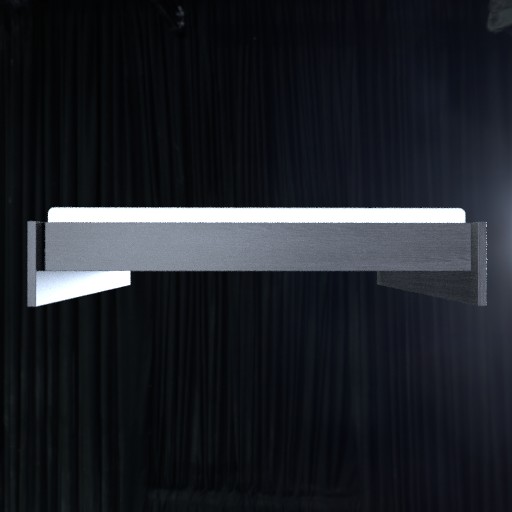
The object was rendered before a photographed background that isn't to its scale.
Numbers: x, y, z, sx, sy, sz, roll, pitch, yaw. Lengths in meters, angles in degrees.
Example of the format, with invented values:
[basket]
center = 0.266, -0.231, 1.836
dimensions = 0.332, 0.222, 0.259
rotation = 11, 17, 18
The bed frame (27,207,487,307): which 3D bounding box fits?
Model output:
[bed frame]
center = 0.000, 0.000, 2.626
dimensions = 1.950, 0.432, 1.490
rotation = 0, 0, -1
